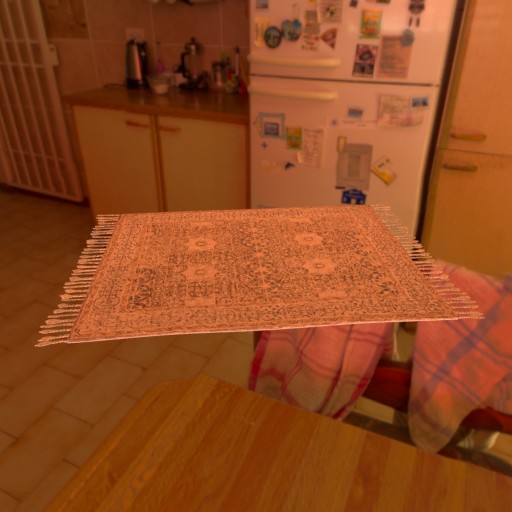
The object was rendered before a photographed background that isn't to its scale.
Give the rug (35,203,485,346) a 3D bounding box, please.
[{"bbox_3d":[0.000,0.000,3.042,2.465,0.023,1.619,-3,30,-5],"label":"rug"}]
